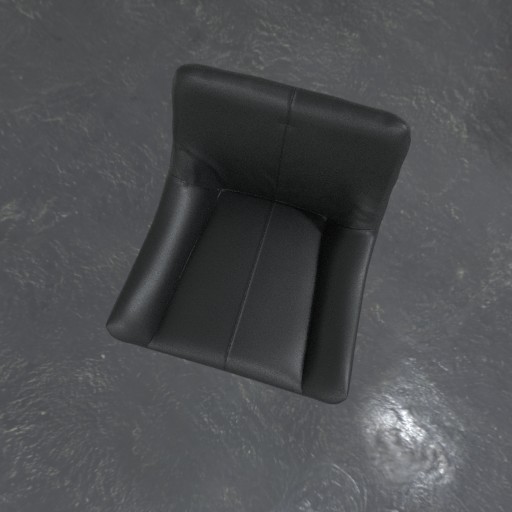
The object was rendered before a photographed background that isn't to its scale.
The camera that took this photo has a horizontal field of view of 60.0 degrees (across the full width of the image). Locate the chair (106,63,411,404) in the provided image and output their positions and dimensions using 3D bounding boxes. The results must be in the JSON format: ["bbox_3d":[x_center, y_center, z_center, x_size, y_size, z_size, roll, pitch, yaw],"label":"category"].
[{"bbox_3d":[0.000,0.000,1.555,0.836,0.922,0.826,16,77,4],"label":"chair"}]
